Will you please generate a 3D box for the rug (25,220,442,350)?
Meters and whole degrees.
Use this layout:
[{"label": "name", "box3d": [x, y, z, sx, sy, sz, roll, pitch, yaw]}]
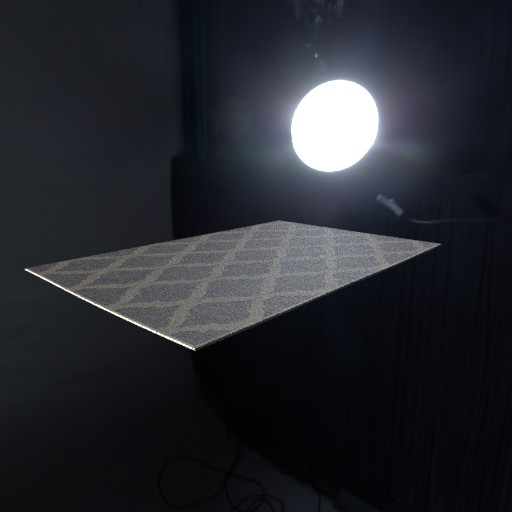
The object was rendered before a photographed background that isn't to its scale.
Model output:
[{"label": "rug", "box3d": [0.000, 0.000, 2.841, 1.522, 0.008, 2.284, 13, 19, 41]}]
